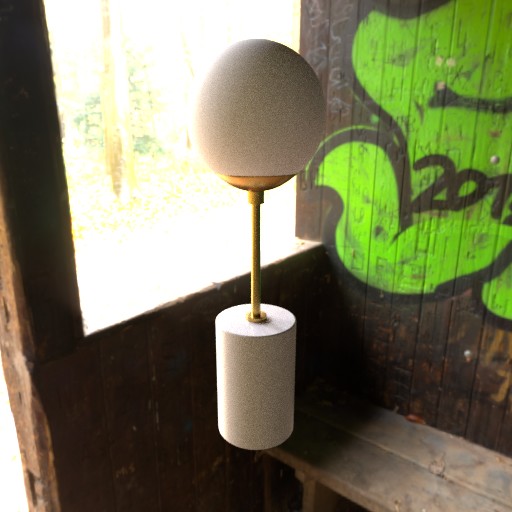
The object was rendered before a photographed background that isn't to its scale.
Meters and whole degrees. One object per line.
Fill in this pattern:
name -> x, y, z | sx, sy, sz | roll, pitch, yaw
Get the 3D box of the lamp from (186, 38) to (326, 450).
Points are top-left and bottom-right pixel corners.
lamp -> 0.000, 0.000, 0.539 | 0.153, 0.480, 0.153 | 0, 16, 0
